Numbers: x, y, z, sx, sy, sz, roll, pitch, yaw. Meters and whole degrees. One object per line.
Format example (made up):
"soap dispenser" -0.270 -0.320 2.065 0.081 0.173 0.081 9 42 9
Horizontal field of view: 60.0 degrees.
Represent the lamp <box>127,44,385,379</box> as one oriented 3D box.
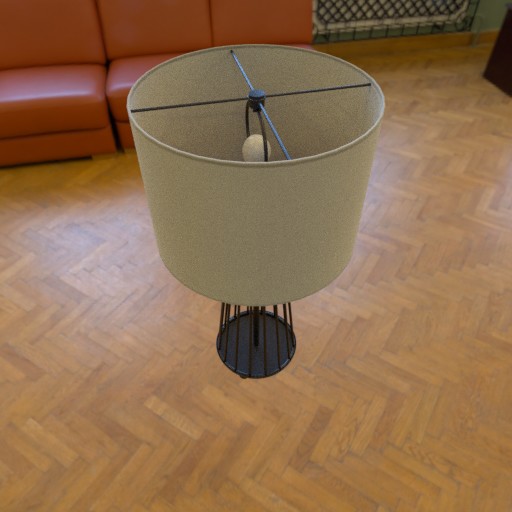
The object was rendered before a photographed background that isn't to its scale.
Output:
"lamp" 0.000 0.000 0.773 0.322 0.593 0.322 -10 46 -10
